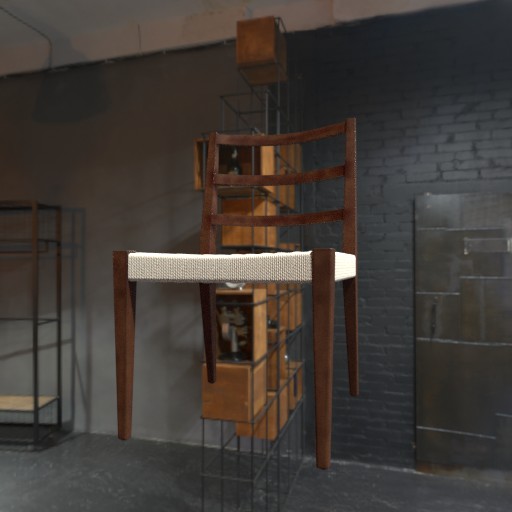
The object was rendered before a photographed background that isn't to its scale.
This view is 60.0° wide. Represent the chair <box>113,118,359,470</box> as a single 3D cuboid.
[{"bbox_3d":[0.000,0.000,1.152,0.480,0.813,0.551,0,-1,18],"label":"chair"}]
